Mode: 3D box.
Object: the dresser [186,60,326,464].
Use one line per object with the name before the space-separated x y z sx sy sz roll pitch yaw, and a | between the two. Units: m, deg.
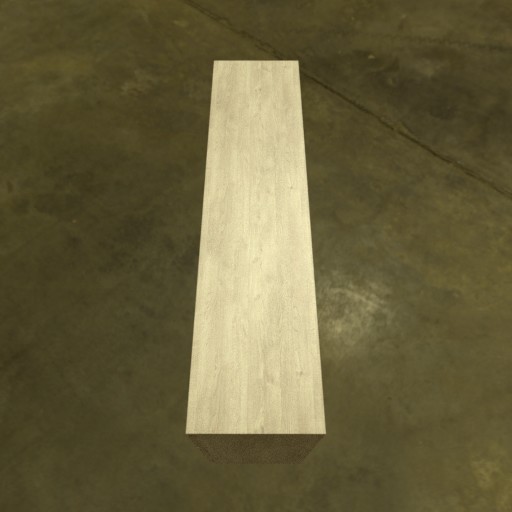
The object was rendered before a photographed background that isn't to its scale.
dresser | 0.000 0.000 1.949 0.390 0.795 1.590 0 60 0
